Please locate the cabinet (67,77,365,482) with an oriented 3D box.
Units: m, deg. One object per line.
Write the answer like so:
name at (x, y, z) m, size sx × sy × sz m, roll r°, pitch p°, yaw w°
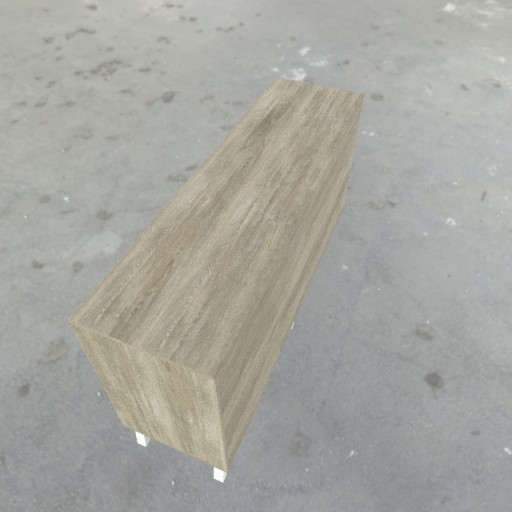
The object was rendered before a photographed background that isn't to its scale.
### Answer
cabinet at (0.000, 0.000, 1.978) m, size 0.450 × 0.870 × 1.600 m, roll 17°, pitch 49°, yaw 15°
